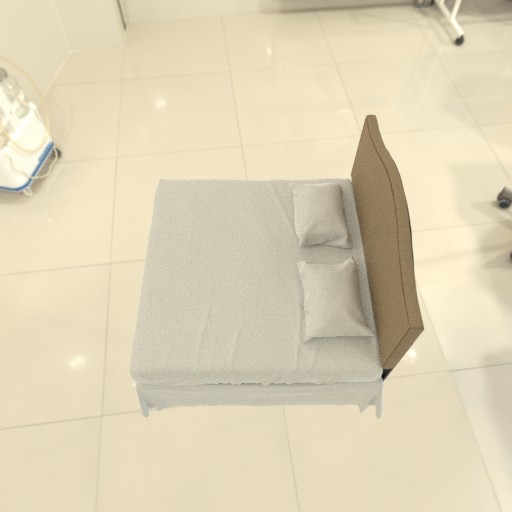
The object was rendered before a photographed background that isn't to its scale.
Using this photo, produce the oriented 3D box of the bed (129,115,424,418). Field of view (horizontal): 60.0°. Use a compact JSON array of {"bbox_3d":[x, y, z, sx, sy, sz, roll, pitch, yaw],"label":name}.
[{"bbox_3d":[0.000,0.000,3.758,2.222,1.651,2.311,0,57,0],"label":"bed"}]
